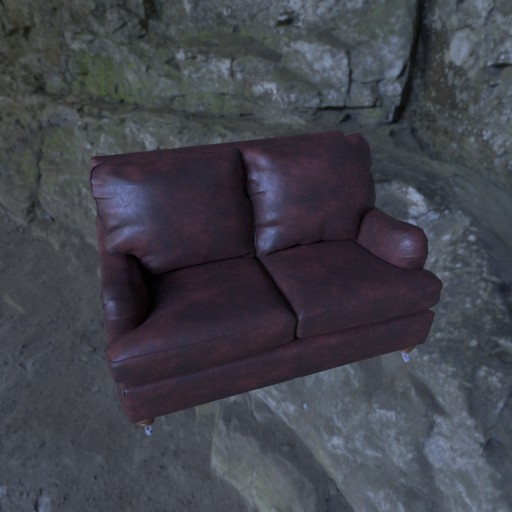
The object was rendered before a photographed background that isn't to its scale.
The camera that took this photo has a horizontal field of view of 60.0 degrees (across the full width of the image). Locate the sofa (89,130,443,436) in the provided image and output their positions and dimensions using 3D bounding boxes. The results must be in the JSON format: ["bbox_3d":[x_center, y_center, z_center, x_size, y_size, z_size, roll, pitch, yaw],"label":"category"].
[{"bbox_3d":[0.000,0.000,2.384,1.628,1.070,1.148,-11,34,-16],"label":"sofa"}]
